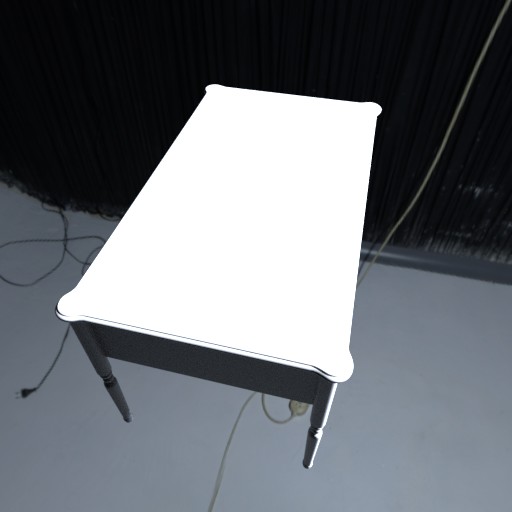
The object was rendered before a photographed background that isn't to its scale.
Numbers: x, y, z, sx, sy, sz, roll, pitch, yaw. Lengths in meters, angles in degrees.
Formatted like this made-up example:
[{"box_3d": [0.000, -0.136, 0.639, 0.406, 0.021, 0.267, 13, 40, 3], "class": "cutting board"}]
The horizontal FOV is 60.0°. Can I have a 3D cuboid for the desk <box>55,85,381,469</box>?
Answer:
[{"box_3d": [0.000, 0.000, 1.843, 0.807, 0.762, 1.380, 10, 48, 9], "class": "desk"}]
